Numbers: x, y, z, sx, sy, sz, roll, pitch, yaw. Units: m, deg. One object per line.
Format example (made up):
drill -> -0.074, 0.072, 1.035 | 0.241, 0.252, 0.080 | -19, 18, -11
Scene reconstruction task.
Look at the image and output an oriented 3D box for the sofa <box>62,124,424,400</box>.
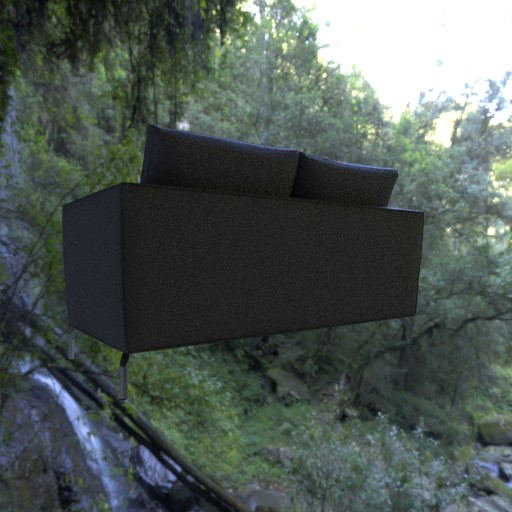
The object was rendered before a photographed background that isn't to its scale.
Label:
sofa -> 0.000, 0.000, 2.137 | 1.594, 0.924, 0.803 | 0, 0, -36
